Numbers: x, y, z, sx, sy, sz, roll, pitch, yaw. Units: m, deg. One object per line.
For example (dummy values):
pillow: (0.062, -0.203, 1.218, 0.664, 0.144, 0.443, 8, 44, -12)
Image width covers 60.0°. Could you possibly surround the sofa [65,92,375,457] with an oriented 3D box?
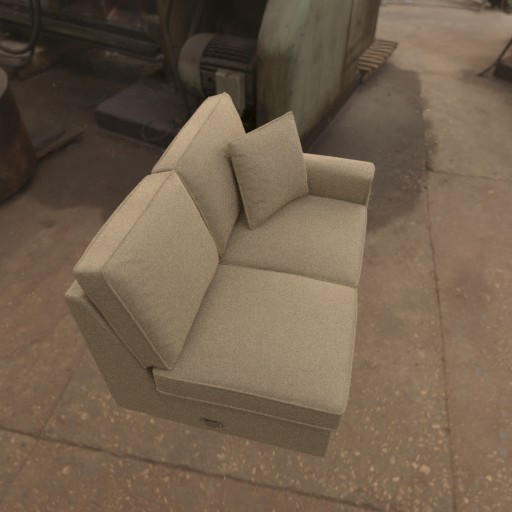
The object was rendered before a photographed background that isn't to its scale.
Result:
sofa: (0.000, 0.000, 2.070, 0.991, 0.989, 1.388, 10, 46, 10)
